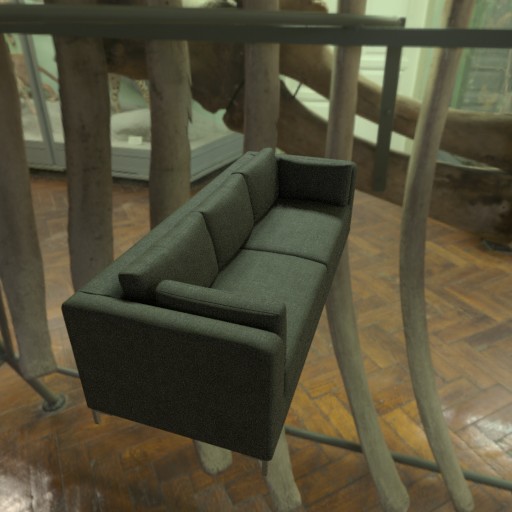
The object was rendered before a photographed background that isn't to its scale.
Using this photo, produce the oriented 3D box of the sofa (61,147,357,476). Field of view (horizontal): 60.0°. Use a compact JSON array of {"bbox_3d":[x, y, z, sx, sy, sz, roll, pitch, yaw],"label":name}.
[{"bbox_3d":[0.000,0.000,2.913,0.969,0.867,2.415,9,31,16],"label":"sofa"}]
